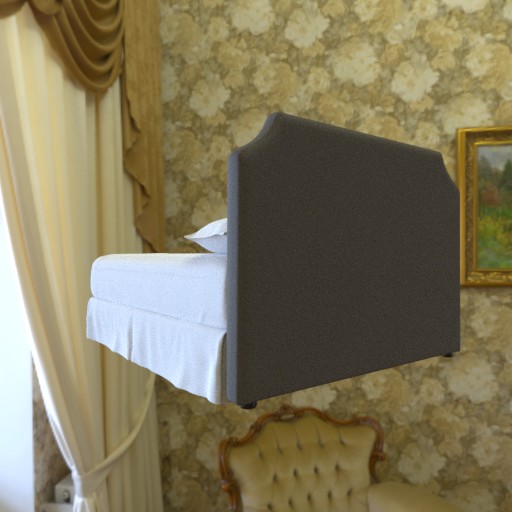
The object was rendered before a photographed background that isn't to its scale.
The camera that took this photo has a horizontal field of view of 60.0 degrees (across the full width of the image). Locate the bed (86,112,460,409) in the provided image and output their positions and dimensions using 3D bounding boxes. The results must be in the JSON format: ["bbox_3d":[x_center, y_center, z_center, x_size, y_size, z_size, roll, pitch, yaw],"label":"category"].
[{"bbox_3d":[0.000,0.000,3.813,2.194,1.561,2.536,0,0,-37],"label":"bed"}]
